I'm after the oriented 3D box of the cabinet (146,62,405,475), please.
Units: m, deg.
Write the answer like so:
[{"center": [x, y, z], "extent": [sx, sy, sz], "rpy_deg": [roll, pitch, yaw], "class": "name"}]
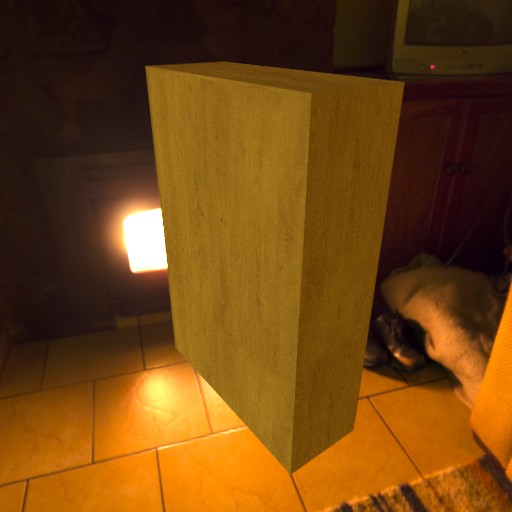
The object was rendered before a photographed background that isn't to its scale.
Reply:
[{"center": [0.000, 0.000, 2.488], "extent": [0.510, 1.910, 1.290], "rpy_deg": [-19, 33, -32], "class": "cabinet"}]
